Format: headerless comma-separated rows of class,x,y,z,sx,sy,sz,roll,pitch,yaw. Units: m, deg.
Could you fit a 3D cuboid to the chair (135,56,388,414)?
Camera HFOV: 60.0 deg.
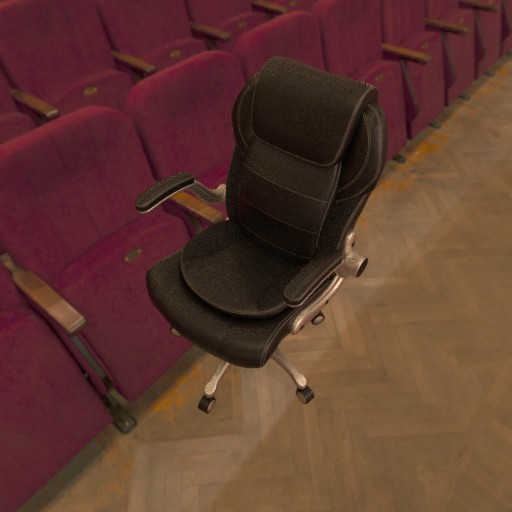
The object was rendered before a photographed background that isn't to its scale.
chair,0.000,0.000,1.627,0.724,1.141,0.801,30,53,27
